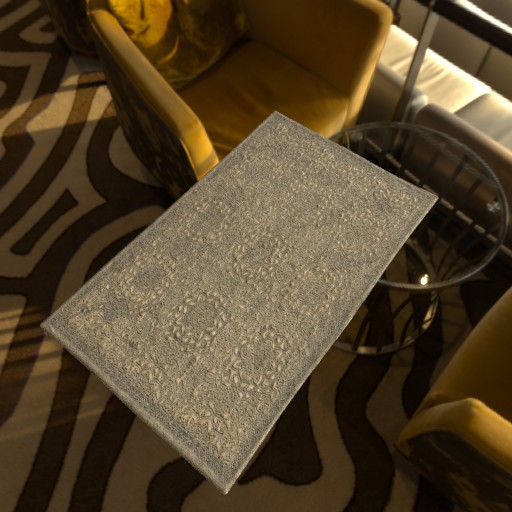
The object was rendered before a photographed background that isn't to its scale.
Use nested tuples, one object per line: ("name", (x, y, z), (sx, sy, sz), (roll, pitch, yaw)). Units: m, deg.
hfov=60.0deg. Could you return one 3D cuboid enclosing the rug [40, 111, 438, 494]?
("rug", (0.000, 0.000, 3.058), (1.535, 0.022, 2.498), (34, 65, 18))
